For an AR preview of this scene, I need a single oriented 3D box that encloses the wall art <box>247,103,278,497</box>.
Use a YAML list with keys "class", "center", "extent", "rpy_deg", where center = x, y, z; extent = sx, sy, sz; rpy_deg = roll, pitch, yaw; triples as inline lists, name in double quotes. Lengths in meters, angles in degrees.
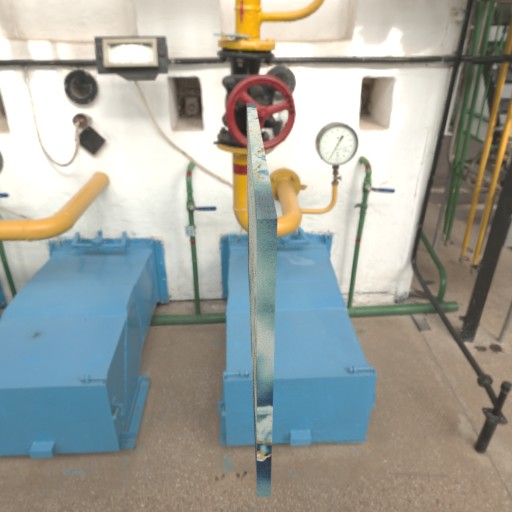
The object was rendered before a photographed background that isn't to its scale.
- class: "wall art"
  center: [0.000, 0.000, 1.433]
  extent: [0.035, 0.759, 1.138]
  rpy_deg: [-1, 28, -2]
